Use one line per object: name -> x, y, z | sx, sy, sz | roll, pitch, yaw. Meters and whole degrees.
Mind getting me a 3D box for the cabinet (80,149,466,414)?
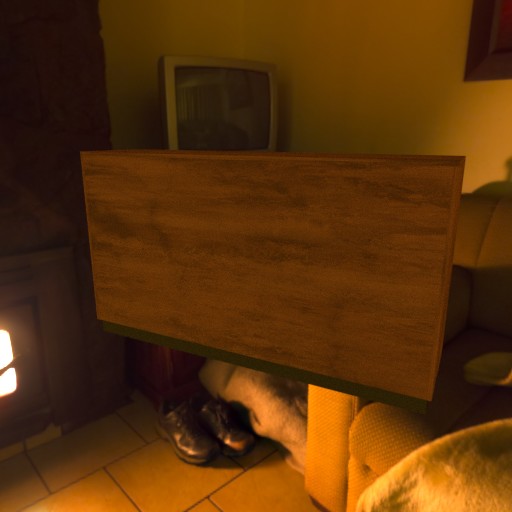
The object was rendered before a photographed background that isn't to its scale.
cabinet -> 0.000, 0.000, 1.992 | 1.600, 0.900, 0.420 | 8, 17, 26
